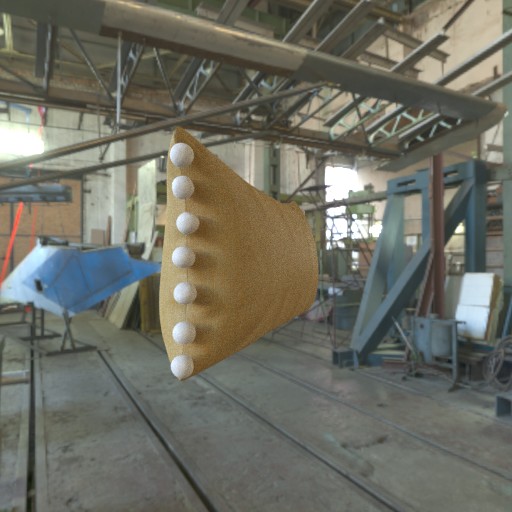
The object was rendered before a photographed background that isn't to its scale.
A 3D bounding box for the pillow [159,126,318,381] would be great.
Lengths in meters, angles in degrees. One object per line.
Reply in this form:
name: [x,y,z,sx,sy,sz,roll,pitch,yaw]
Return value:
pillow: [0.000,0.000,0.865,0.201,0.322,0.709,0,0,18]
